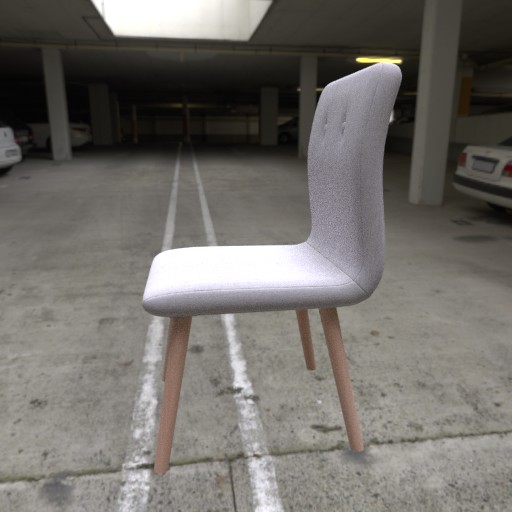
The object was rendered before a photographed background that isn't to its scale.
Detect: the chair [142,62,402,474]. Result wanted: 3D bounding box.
[{"bbox_3d":[0.000,0.000,1.138,0.550,0.885,0.435,-2,14,-9],"label":"chair"}]
